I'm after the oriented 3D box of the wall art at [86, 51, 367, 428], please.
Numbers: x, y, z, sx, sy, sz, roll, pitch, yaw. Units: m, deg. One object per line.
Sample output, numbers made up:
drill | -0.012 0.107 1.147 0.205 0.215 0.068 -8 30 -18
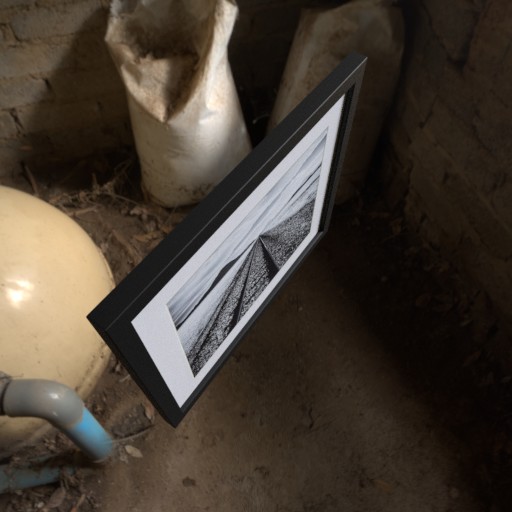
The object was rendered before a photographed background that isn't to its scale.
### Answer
wall art | 0.000 0.000 0.761 0.029 0.458 0.559 31 62 18
